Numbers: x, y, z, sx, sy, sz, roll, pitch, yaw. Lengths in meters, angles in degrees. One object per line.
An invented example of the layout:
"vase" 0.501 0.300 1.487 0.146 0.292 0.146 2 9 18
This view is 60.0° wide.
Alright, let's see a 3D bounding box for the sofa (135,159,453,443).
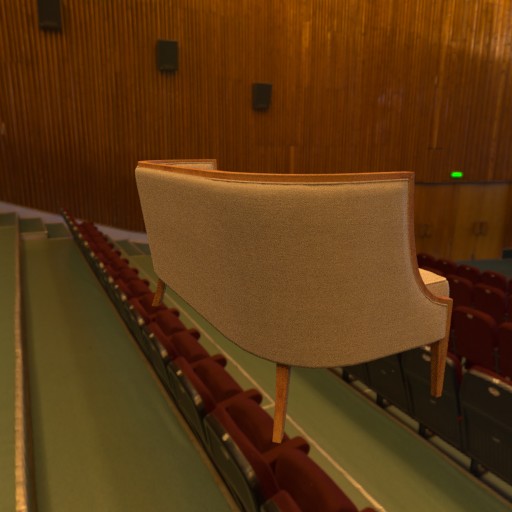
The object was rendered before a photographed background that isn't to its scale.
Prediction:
"sofa" 0.000 0.000 1.908 0.770 0.775 1.474 -7 16 -27
